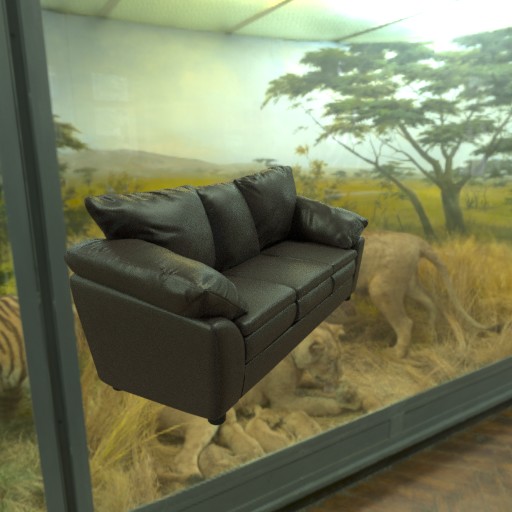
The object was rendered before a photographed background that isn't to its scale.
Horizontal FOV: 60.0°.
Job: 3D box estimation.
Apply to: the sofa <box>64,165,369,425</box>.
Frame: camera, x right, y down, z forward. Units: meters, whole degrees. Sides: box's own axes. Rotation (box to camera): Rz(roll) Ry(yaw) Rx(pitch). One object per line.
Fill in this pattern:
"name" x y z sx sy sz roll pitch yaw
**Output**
"sofa" 0.000 0.000 2.925 0.907 1.091 2.390 8 16 28
